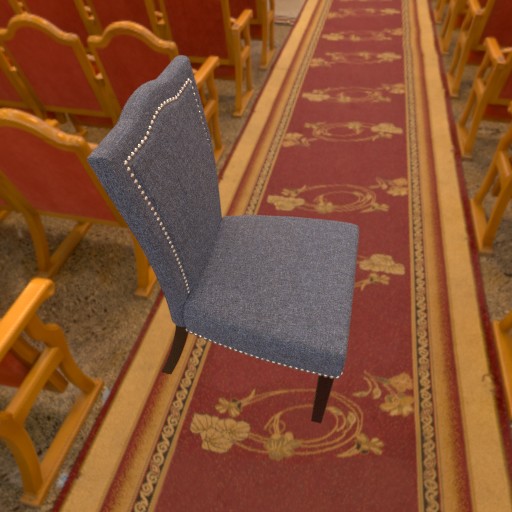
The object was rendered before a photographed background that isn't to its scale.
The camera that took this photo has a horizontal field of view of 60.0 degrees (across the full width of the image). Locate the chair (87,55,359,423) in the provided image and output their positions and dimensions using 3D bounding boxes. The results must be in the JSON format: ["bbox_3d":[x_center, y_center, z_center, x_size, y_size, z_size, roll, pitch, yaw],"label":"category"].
[{"bbox_3d":[0.000,0.000,1.281,0.589,0.946,0.518,10,47,9],"label":"chair"}]
